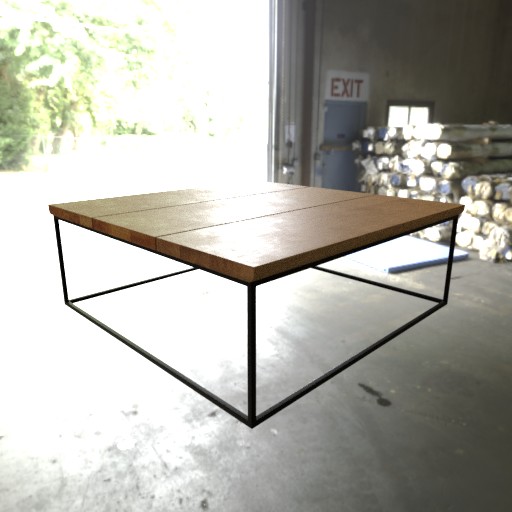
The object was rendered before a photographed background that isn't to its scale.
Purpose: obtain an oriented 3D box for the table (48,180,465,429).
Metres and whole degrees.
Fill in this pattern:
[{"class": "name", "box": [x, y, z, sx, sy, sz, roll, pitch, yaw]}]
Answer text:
[{"class": "table", "box": [0.000, 0.000, 1.706, 1.100, 0.400, 1.100, -15, 22, -43]}]
